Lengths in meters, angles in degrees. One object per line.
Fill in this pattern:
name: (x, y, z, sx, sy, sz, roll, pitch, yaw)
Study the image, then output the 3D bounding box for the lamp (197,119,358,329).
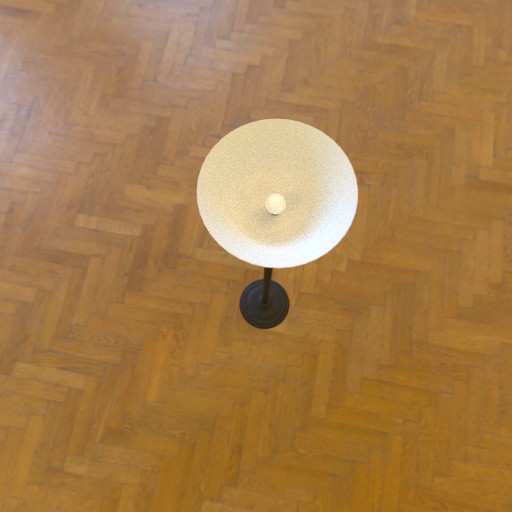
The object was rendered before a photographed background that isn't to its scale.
lamp: (0.000, 0.000, 1.998, 0.405, 1.793, 0.588, -35, 77, -9)
